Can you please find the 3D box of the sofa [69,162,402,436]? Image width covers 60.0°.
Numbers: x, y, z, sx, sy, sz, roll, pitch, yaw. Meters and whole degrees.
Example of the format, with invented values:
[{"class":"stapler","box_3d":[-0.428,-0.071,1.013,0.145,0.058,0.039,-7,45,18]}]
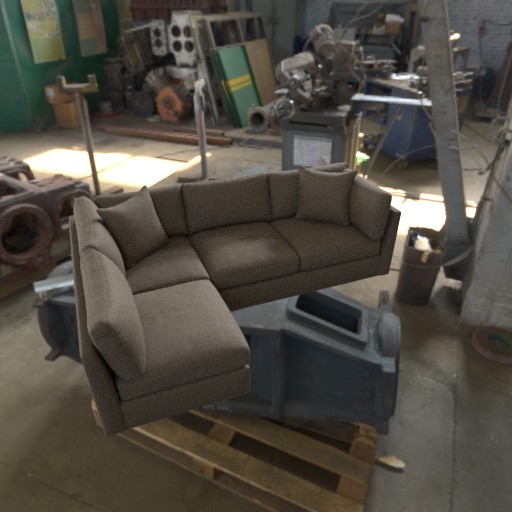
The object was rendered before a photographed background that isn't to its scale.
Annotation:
[{"class":"sofa","box_3d":[0.000,0.000,3.806,2.896,0.978,1.994,-11,32,-19]}]
